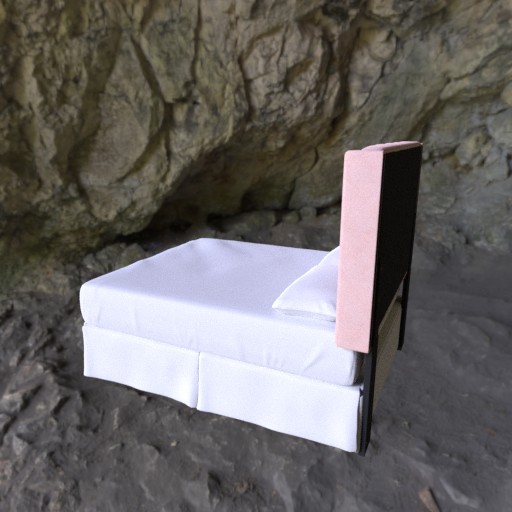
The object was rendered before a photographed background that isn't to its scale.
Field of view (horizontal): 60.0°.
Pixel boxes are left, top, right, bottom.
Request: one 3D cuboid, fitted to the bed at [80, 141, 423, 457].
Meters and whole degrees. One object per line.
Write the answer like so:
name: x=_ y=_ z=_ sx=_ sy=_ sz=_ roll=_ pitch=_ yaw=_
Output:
bed: x=0.000 y=0.000 z=3.323 sx=2.066 sy=1.665 sz=1.719 roll=7 pitch=17 yaw=25
